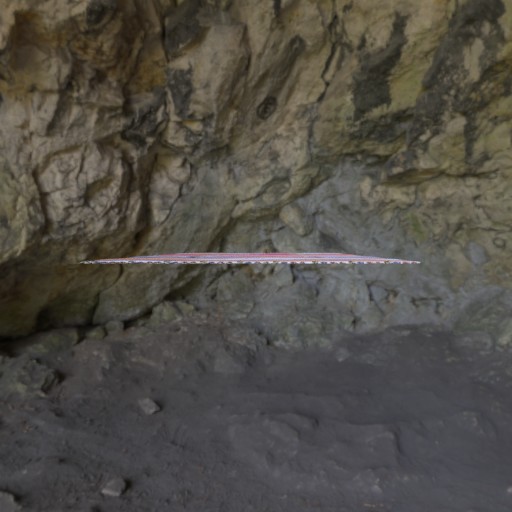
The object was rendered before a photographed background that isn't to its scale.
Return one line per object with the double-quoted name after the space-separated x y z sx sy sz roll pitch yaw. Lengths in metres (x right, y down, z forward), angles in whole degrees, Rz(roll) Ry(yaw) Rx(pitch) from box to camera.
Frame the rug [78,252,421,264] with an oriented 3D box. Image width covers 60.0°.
0.000 0.000 2.262 1.084 0.013 1.849 0 1 1 "rug"
